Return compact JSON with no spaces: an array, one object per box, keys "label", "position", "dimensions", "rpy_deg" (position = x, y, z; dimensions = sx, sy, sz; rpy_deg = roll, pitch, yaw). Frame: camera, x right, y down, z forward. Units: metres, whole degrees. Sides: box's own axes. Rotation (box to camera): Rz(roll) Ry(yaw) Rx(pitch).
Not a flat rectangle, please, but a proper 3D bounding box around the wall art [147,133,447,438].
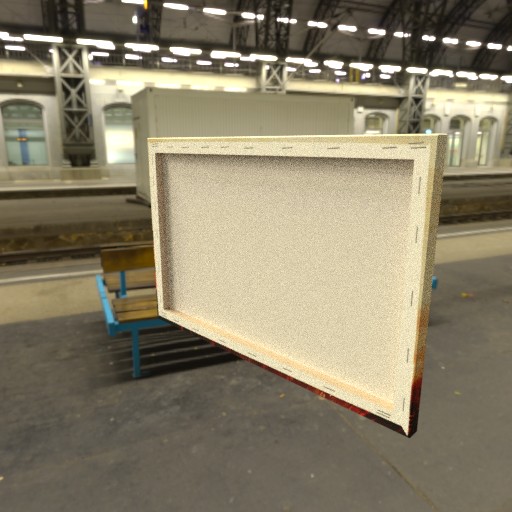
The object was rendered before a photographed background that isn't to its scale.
[{"label":"wall art","position":[0.000,0.000,1.157],"dimensions":[0.918,0.602,0.038],"rpy_deg":[14,20,43]}]
